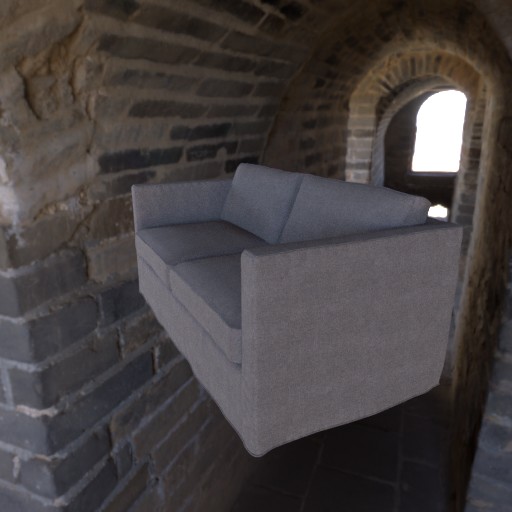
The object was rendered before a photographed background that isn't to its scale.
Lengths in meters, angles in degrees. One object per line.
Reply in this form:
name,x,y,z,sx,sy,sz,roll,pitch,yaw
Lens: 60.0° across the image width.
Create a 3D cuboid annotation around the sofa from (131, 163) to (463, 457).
sofa,0.000,0.000,2.373,0.974,0.854,1.802,-8,19,-25
